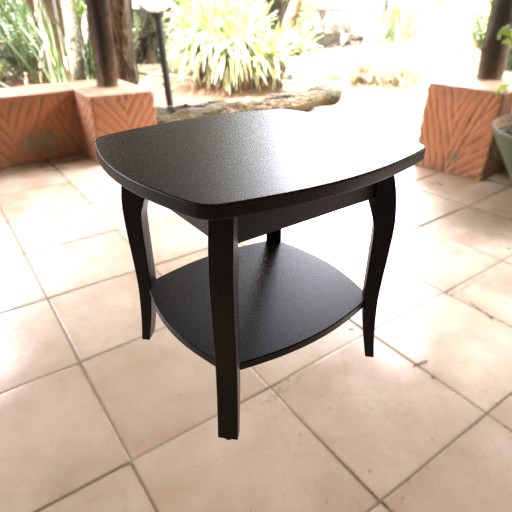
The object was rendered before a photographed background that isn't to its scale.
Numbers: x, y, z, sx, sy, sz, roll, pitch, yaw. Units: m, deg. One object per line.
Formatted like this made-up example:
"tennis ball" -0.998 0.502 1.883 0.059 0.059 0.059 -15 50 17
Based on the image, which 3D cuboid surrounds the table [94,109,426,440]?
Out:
"table" 0.000 0.000 0.883 0.508 0.457 0.457 -20 35 -31
